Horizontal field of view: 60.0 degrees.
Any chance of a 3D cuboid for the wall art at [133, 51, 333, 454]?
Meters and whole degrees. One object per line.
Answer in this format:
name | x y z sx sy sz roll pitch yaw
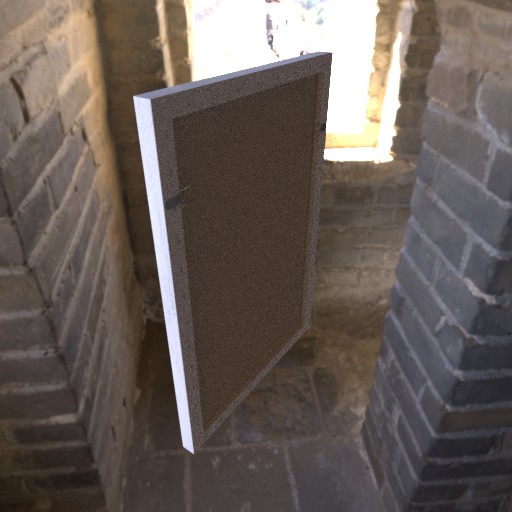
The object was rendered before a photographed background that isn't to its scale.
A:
wall art | 0.000 0.000 1.160 0.043 0.914 0.624 21 38 29
